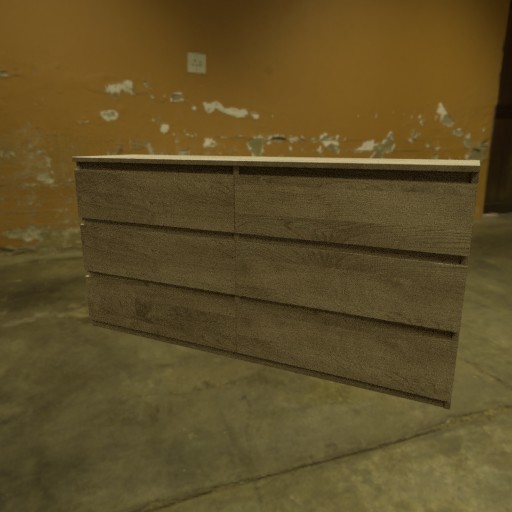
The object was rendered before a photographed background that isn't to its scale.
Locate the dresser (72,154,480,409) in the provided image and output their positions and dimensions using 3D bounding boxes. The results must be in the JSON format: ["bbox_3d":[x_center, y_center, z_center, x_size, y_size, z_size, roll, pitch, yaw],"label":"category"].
[{"bbox_3d":[0.000,0.000,1.848,1.590,0.795,0.390,7,16,25],"label":"dresser"}]
